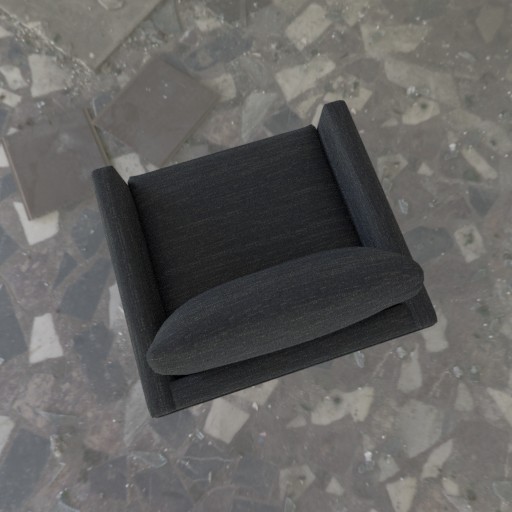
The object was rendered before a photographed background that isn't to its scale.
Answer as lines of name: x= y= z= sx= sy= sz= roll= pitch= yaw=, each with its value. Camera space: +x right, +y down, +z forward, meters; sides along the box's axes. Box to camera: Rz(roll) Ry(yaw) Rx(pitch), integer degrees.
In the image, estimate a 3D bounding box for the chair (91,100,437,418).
chair: x=0.000 y=0.000 z=1.635 sx=0.963 sy=0.861 sz=0.866 roll=-17 pitch=76 yaw=-5
